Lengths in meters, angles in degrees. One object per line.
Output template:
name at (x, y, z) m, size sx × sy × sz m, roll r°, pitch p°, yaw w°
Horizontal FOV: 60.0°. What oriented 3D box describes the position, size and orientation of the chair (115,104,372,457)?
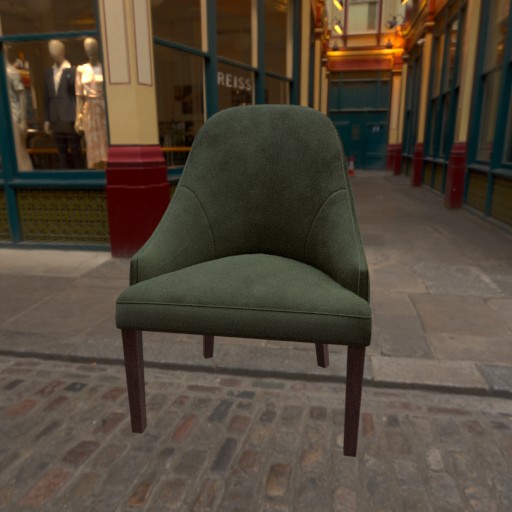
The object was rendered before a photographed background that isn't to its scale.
chair at (0.000, 0.000, 1.313) m, size 0.643 × 0.889 × 0.575 m, roll 2°, pitch 15°, yaw 9°
